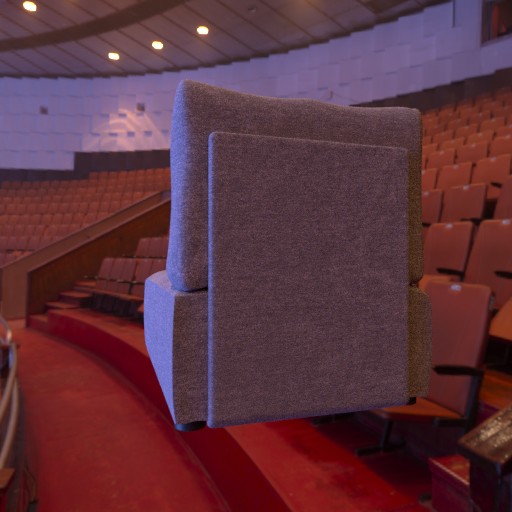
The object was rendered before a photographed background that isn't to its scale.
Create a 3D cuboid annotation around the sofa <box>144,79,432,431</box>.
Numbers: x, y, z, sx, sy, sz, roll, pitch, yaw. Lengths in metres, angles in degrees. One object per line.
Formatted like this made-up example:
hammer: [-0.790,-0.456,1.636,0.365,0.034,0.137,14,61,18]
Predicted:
sofa: [0.000,0.000,1.549,0.700,0.820,1.000,0,0,-18]
